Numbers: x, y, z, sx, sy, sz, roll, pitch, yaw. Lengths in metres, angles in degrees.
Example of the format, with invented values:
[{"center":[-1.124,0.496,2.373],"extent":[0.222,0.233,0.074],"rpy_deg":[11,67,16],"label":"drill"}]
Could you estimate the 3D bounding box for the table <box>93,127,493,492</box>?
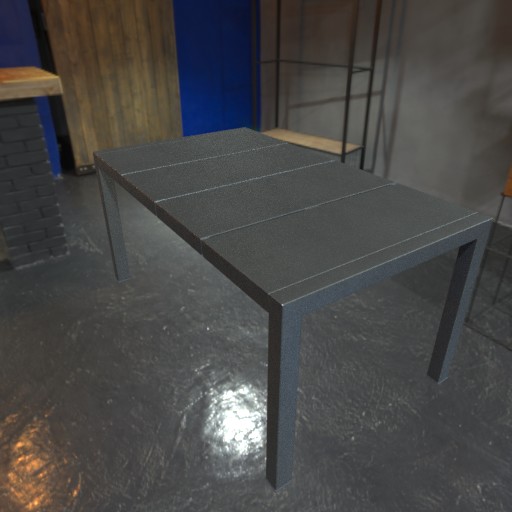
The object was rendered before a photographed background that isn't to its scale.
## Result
[{"center":[0.000,0.000,1.257],"extent":[0.559,0.460,0.965],"rpy_deg":[-18,34,-29],"label":"table"}]
